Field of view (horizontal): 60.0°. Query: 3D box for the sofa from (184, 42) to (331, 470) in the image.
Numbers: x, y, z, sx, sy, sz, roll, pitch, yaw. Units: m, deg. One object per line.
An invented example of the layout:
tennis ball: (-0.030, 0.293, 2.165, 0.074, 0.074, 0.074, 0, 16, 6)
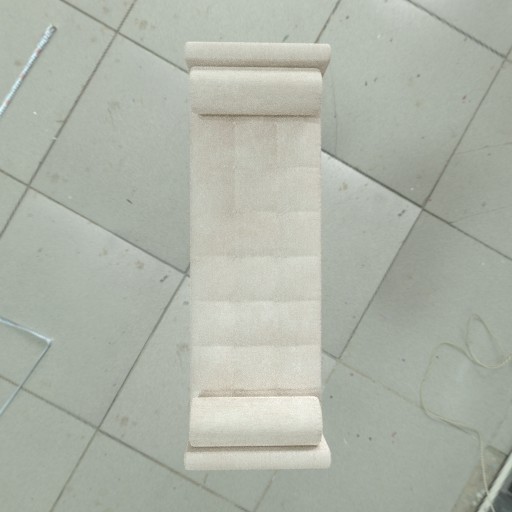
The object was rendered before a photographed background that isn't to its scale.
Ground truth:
sofa: (0.000, 0.000, 2.347, 0.686, 0.635, 1.981, 0, 90, -2)
